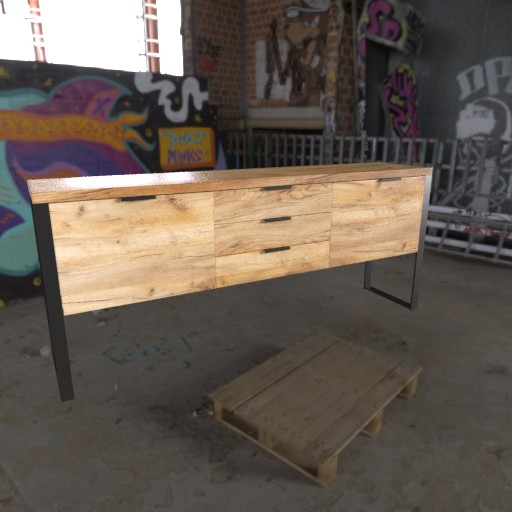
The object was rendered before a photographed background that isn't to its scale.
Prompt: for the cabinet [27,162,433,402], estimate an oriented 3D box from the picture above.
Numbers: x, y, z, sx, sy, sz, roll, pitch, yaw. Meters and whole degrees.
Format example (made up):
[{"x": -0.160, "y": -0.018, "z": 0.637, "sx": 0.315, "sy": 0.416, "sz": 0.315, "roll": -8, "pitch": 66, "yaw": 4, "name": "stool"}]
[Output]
[{"x": 0.000, "y": 0.000, "z": 2.065, "sx": 1.800, "sy": 0.762, "sz": 0.395, "roll": -9, "pitch": 19, "yaw": -27, "name": "cabinet"}]
